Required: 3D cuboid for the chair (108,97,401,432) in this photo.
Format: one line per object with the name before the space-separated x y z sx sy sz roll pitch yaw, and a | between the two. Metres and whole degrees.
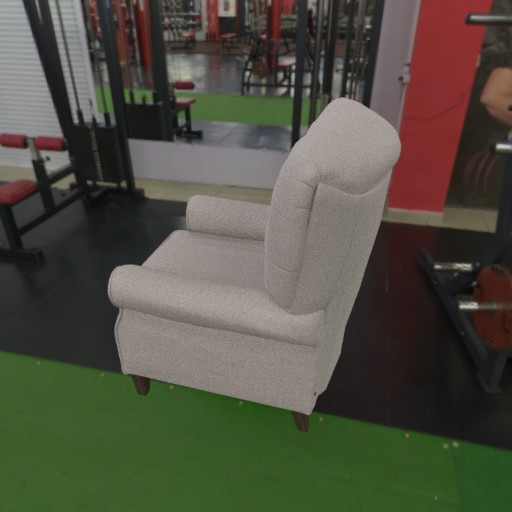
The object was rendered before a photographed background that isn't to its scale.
chair | 0.000 0.000 1.882 1.025 1.209 0.942 8 31 14
